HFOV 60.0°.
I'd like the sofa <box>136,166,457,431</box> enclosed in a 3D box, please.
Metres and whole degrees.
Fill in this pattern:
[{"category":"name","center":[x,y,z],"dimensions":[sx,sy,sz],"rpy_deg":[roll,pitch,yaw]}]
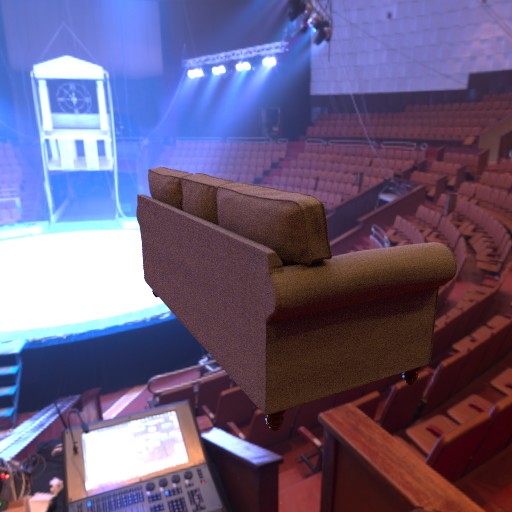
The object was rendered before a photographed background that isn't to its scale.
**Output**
[{"category":"sofa","center":[0.000,0.000,2.615],"dimensions":[0.916,0.961,2.084],"rpy_deg":[-8,16,-27]}]
